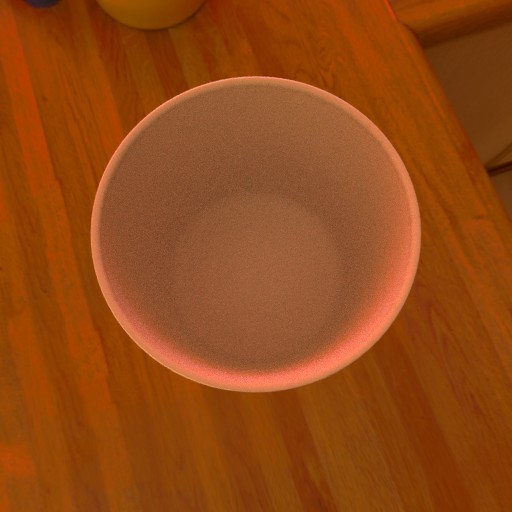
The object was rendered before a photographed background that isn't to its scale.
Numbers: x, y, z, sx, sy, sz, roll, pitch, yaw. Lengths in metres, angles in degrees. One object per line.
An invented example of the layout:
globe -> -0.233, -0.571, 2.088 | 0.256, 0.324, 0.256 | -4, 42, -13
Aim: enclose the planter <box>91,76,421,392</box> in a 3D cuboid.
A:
planter -> 0.000, 0.000, 0.783 | 0.440, 0.398, 0.440 | 0, 76, 0
